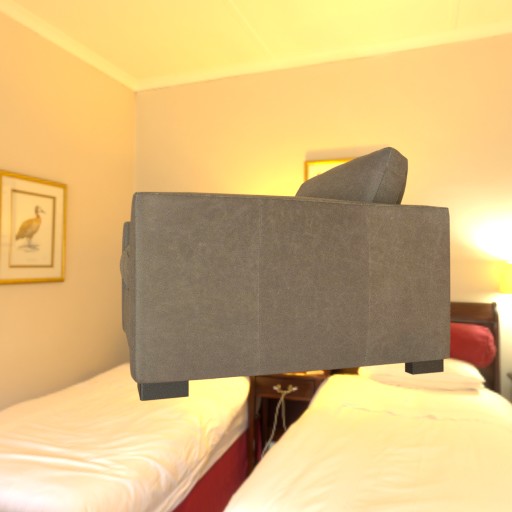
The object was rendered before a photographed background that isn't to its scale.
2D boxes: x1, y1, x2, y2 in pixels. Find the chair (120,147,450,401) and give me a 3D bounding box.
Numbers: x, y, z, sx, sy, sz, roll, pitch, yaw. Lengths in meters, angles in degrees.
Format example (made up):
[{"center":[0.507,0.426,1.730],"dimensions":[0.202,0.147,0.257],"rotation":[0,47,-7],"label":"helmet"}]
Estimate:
[{"center":[0.000,0.000,1.850],"dimensions":[1.080,0.807,1.106],"rotation":[0,-1,-18],"label":"chair"}]
